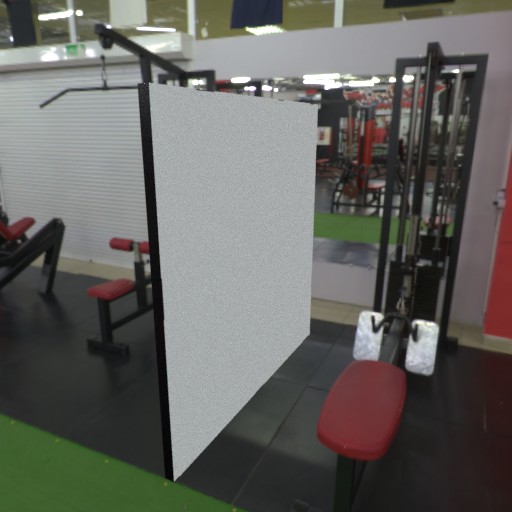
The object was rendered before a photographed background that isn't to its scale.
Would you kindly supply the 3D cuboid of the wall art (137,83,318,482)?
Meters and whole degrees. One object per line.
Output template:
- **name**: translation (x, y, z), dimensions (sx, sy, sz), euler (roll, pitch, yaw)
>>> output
- **wall art**: translation (0.000, 0.000, 0.658), dimensions (0.014, 0.445, 0.446), euler (8, 18, 27)
